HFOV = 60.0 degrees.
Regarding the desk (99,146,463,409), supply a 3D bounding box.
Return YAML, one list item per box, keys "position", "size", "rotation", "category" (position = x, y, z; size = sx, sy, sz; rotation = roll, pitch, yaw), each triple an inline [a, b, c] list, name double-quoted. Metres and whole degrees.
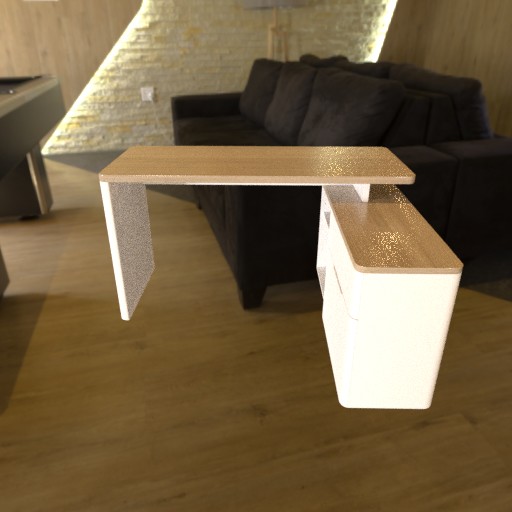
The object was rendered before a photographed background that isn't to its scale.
- position: [0.000, 0.000, 2.092]
  size: [1.400, 0.770, 1.175]
  rotation: [1, 26, 1]
  category: "desk"
